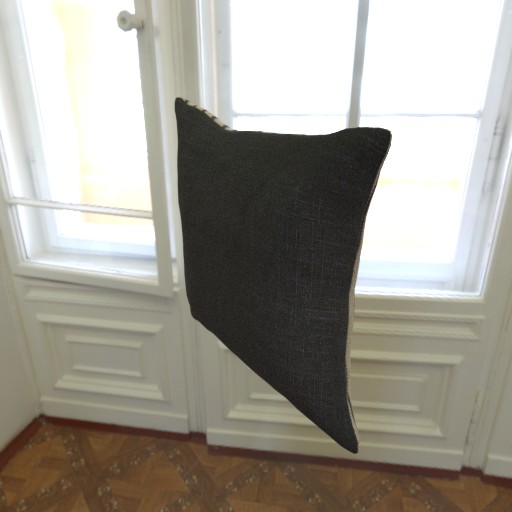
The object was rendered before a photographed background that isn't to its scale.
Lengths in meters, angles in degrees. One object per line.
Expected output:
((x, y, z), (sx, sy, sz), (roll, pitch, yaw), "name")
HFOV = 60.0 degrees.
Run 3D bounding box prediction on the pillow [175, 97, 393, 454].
((0.000, 0.000, 0.694), (0.138, 0.444, 0.468), (-16, 29, -33), "pillow")
